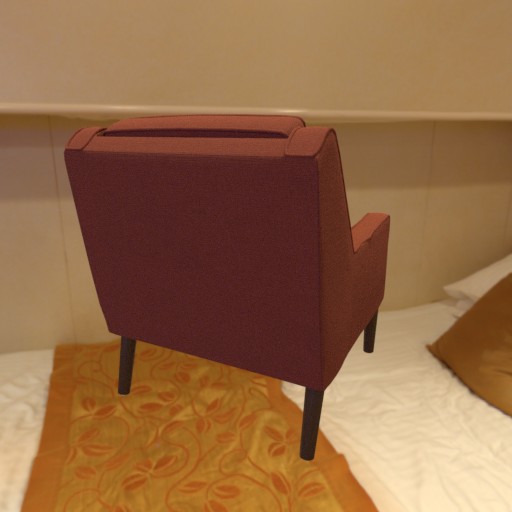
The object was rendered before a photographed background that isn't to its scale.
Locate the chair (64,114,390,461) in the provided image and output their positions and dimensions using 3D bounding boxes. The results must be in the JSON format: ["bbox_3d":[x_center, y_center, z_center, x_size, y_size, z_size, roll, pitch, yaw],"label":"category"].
[{"bbox_3d":[0.000,0.000,1.353,0.680,0.812,0.770,8,18,26],"label":"chair"}]
